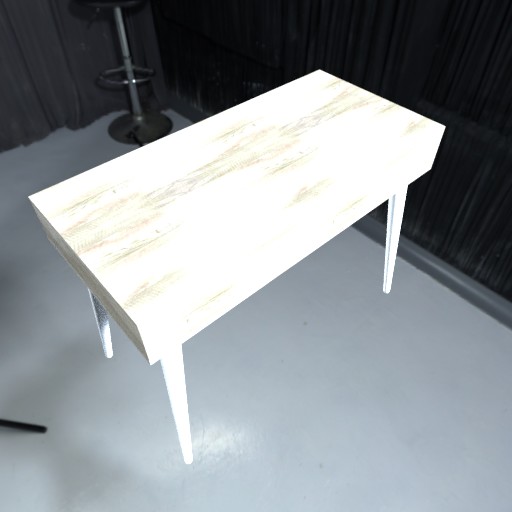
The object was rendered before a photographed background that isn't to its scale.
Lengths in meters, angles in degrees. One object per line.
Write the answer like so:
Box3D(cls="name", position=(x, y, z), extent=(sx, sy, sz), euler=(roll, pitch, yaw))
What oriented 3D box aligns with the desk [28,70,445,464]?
Box3D(cls="desk", position=(0.000, 0.000, 1.381), extent=(0.979, 0.723, 0.491), euler=(-33, 55, -27))
